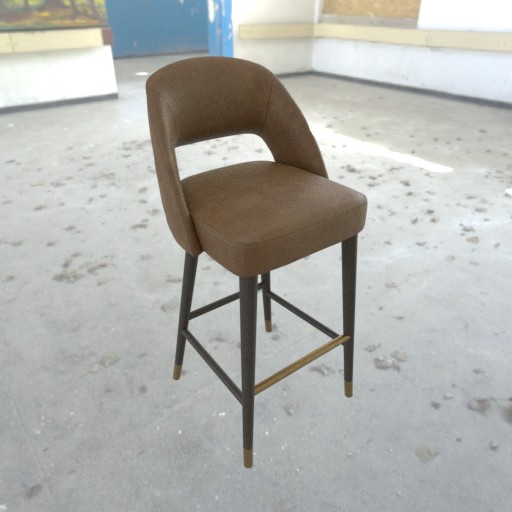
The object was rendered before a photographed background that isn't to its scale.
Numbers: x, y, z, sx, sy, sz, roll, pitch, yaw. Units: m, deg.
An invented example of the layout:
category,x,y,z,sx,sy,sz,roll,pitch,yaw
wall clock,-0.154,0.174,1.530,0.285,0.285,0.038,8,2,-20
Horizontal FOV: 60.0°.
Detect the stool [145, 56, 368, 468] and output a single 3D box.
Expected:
category,x,y,z,sx,sy,sz,roll,pitch,yaw
stool,0.000,0.000,1.307,0.494,1.037,0.509,-21,37,-32
